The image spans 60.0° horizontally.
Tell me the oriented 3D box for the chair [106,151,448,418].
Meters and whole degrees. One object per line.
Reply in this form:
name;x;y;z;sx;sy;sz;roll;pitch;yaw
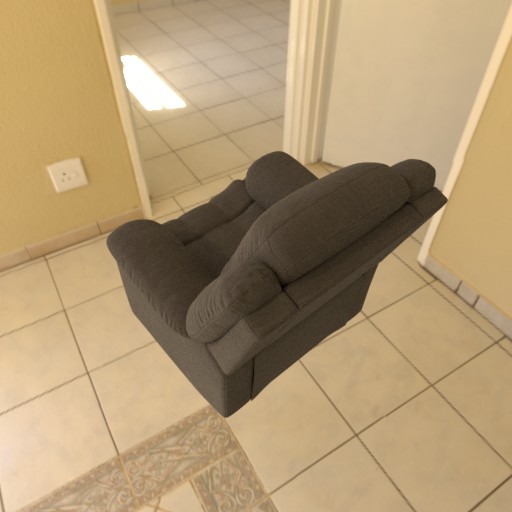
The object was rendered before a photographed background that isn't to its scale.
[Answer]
chair;0.000;0.000;1.715;0.899;1.008;0.944;-32;54;-27
